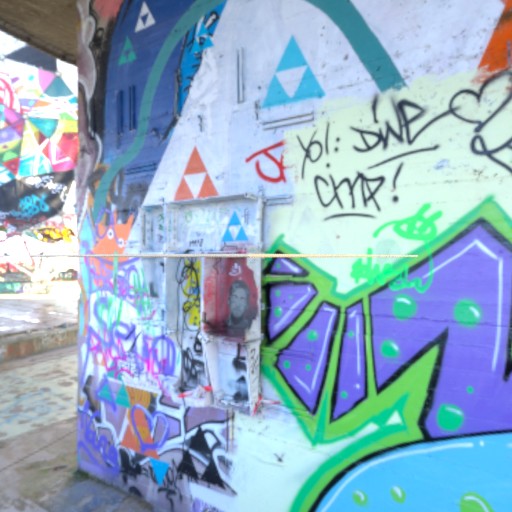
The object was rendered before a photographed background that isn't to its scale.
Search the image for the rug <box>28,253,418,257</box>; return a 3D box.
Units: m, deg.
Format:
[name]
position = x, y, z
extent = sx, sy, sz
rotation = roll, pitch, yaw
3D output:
[rug]
position = 0.000, 0.000, 2.969
extent = 1.528, 0.014, 2.294
rotation = 0, 0, 35
